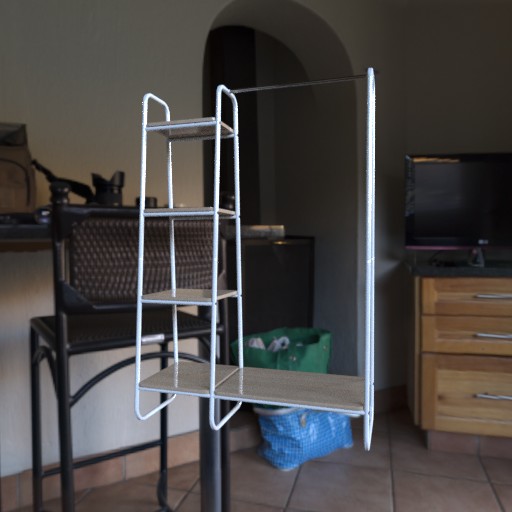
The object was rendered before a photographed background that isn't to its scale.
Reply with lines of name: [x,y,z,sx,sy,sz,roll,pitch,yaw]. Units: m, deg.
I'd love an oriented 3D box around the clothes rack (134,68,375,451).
clothes rack: [0.000,0.000,1.979,1.011,1.500,0.400,0,2,17]
